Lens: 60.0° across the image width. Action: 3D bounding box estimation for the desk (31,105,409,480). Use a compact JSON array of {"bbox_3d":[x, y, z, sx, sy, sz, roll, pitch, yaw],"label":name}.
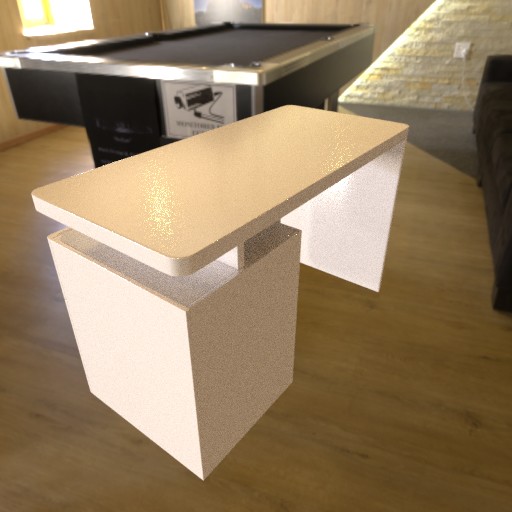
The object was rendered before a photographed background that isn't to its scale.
[{"bbox_3d":[0.000,0.000,1.579,0.550,0.760,1.200,22,38,31],"label":"desk"}]
